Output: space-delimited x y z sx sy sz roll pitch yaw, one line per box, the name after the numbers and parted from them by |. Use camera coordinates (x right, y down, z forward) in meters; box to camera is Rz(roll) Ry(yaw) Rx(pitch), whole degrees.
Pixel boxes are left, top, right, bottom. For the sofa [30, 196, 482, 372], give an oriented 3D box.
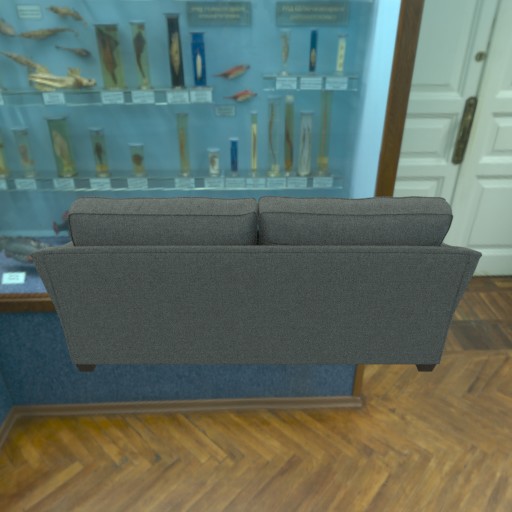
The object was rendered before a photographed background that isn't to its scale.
0.000 0.000 2.711 2.203 0.976 1.013 0 29 0 | sofa
